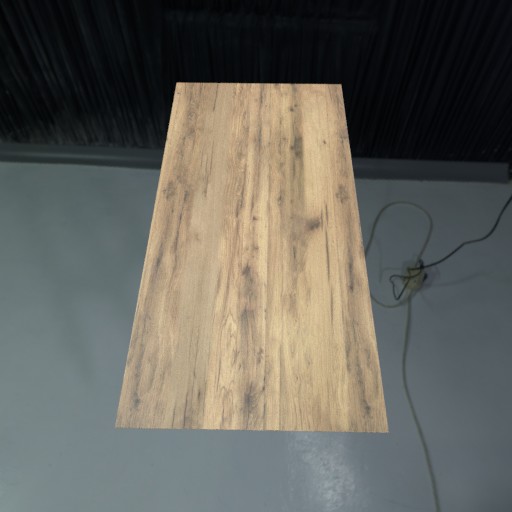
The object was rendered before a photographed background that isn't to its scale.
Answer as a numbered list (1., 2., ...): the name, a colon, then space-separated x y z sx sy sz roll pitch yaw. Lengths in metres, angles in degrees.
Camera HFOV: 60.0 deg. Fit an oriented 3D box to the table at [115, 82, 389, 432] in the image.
1. table: 0.000 0.000 2.481 1.000 0.770 2.000 1 57 1
